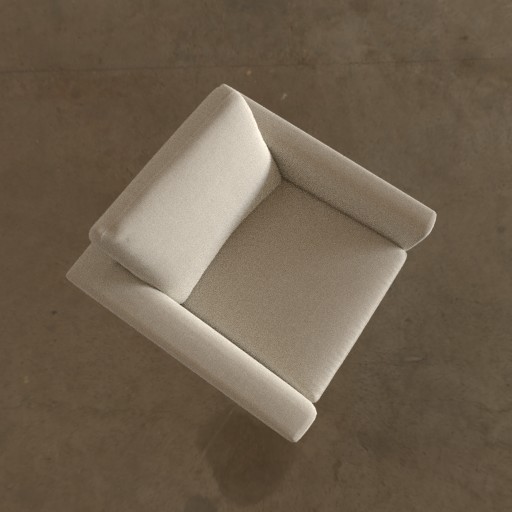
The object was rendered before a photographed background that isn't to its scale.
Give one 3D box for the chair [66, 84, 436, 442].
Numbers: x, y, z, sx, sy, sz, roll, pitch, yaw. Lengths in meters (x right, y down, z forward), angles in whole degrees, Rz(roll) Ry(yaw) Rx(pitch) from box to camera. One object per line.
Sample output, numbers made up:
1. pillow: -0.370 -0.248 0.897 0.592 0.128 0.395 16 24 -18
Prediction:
1. chair: 0.000 0.000 1.925 1.100 0.876 1.070 34 78 8
